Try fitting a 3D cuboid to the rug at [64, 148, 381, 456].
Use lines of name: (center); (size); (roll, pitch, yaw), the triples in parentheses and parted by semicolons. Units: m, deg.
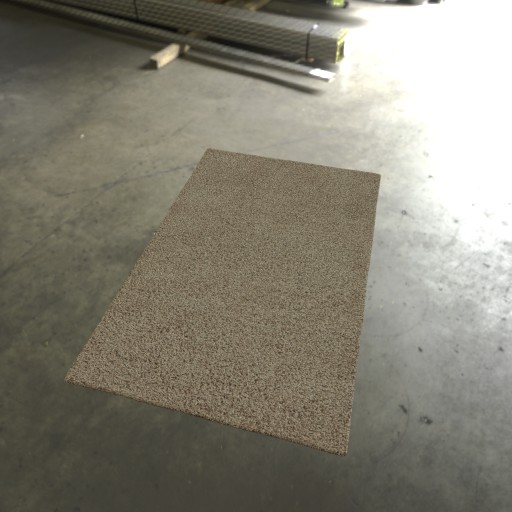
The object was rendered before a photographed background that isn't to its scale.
rug: (0.000, 0.000, 3.545); (1.778, 0.030, 2.743); (11, 47, 10)
